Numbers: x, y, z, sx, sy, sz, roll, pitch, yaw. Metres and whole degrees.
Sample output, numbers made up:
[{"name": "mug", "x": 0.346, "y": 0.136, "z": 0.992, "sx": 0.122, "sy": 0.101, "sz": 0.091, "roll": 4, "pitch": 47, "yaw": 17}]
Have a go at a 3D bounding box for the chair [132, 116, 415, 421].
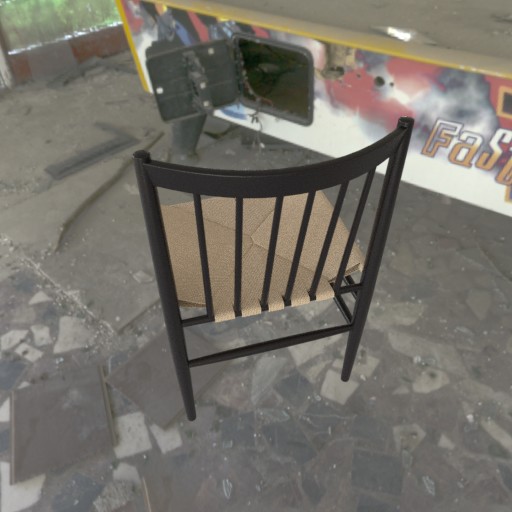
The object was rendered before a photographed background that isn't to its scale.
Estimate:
[{"name": "chair", "x": 0.000, "y": 0.000, "z": 1.119, "sx": 0.495, "sy": 0.818, "sz": 0.516, "roll": -10, "pitch": 43, "yaw": -11}]
